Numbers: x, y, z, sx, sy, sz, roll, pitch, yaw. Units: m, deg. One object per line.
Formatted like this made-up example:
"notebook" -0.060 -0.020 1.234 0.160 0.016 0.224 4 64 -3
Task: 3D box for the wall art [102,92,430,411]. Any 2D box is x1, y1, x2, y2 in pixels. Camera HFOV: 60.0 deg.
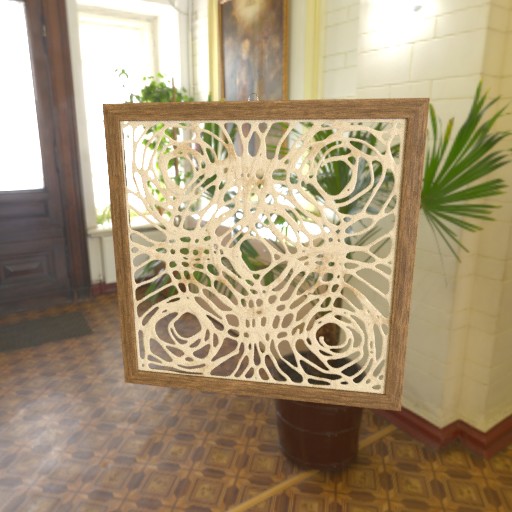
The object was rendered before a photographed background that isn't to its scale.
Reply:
"wall art" 0.000 0.000 0.825 0.561 0.576 0.021 3 15 10
